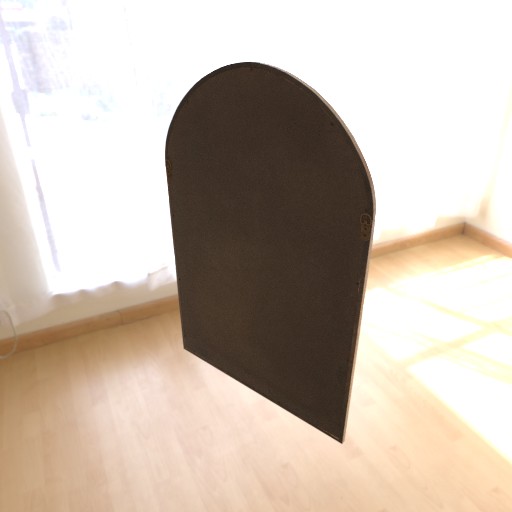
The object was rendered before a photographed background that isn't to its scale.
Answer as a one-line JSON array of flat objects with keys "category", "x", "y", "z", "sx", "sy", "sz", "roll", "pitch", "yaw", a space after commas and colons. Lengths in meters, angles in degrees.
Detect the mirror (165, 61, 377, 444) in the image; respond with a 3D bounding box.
[{"category": "mirror", "x": 0.000, "y": 0.000, "z": 1.133, "sx": 0.609, "sy": 0.915, "sz": 0.032, "roll": 21, "pitch": 35, "yaw": 33}]
